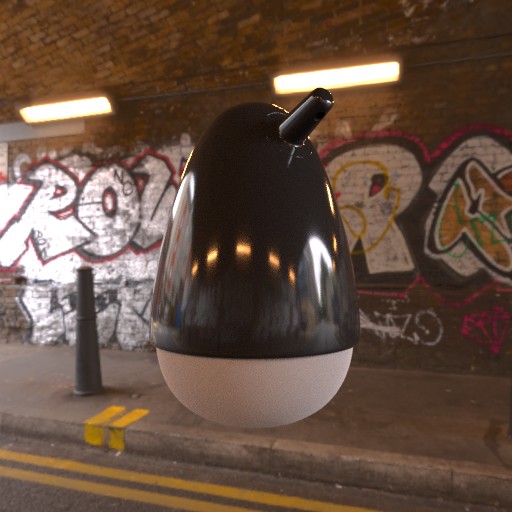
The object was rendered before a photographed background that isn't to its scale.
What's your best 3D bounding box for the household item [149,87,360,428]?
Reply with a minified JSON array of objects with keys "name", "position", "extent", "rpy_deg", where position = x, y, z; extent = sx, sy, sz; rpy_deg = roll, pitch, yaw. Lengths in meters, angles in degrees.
[{"name":"household item","position":[0.000,0.000,0.220],"extent":[0.102,0.152,0.104],"rpy_deg":[1,-2,-34]}]
